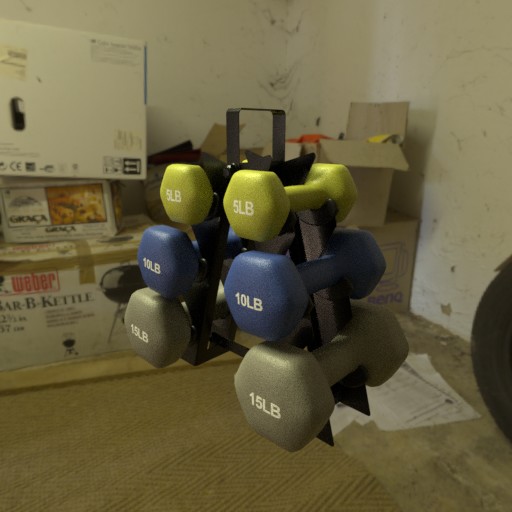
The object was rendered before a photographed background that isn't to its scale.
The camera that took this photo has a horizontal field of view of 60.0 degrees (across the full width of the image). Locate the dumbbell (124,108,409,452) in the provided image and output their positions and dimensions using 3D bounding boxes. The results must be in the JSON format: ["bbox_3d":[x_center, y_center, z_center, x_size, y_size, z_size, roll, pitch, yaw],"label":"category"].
[{"bbox_3d":[0.000,0.000,0.677,0.416,0.426,0.261,15,22,43],"label":"dumbbell"}]
